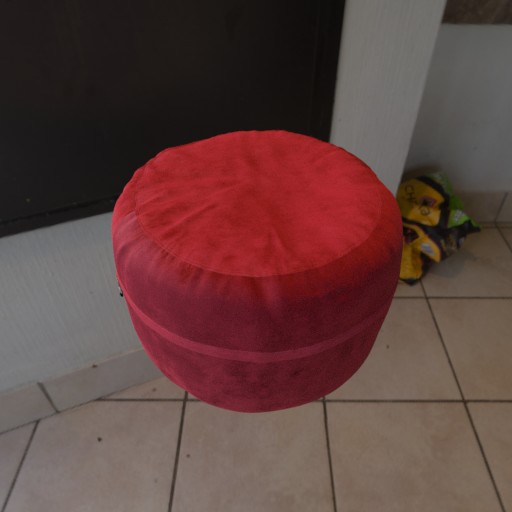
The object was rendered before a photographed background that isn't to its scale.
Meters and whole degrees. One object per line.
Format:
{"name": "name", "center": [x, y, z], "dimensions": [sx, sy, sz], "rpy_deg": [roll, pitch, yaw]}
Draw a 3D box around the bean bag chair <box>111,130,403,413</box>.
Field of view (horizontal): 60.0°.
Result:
{"name": "bean bag chair", "center": [0.000, 0.000, 1.992], "dimensions": [1.219, 0.762, 1.219], "rpy_deg": [0, 42, 0]}
